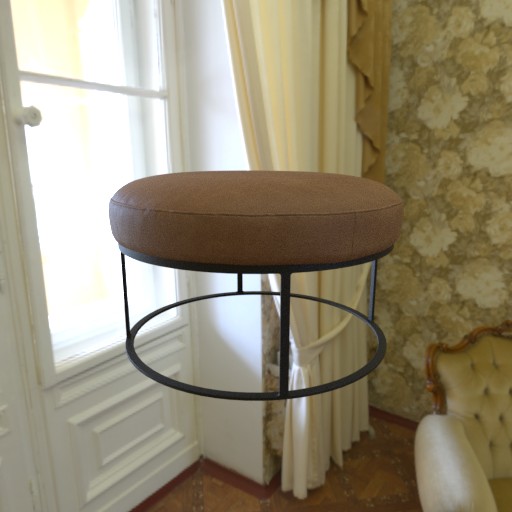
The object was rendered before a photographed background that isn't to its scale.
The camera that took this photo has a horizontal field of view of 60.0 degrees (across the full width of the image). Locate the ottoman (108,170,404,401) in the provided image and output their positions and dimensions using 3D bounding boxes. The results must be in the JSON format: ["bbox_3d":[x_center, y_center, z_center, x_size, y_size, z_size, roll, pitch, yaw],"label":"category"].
[{"bbox_3d":[0.000,0.000,1.246,0.771,0.460,0.771,0,13,0],"label":"ottoman"}]
